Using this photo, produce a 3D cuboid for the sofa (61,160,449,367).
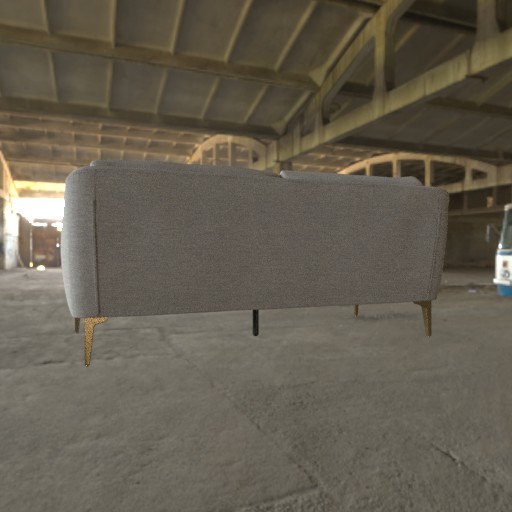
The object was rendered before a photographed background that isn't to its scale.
[{"bbox_3d":[0.000,0.000,2.521,2.036,0.913,0.980,0,1,-21],"label":"sofa"}]
